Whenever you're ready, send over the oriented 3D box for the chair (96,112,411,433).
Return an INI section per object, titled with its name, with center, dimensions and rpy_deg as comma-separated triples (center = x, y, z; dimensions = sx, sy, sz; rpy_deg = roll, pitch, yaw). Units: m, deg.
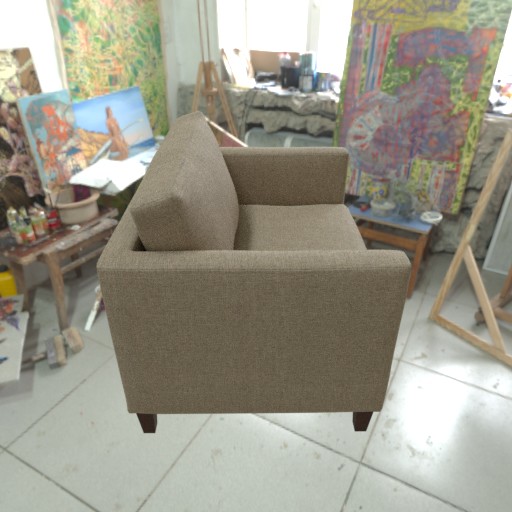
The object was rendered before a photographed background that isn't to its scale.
[chair]
center = 0.000, 0.000, 1.869
dimensions = 0.959, 0.987, 1.107
rpy_deg = 0, 32, 0
